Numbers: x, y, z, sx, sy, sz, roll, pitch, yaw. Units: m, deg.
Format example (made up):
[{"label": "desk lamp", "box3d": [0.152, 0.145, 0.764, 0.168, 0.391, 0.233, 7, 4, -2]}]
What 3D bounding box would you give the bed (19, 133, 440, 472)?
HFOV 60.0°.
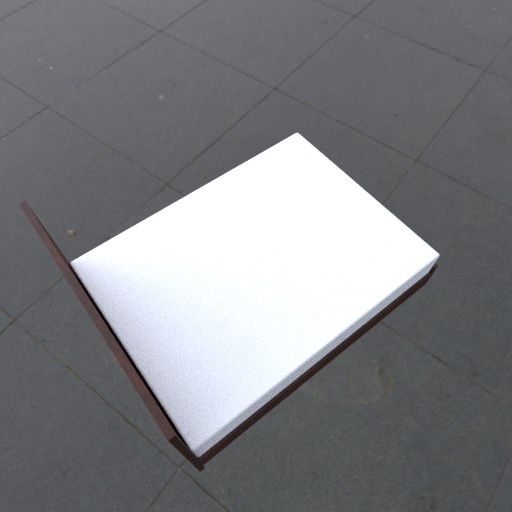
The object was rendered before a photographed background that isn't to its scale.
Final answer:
[{"label": "bed", "box3d": [0.000, 0.000, 3.093, 2.184, 1.270, 1.600, -34, 64, -19]}]
